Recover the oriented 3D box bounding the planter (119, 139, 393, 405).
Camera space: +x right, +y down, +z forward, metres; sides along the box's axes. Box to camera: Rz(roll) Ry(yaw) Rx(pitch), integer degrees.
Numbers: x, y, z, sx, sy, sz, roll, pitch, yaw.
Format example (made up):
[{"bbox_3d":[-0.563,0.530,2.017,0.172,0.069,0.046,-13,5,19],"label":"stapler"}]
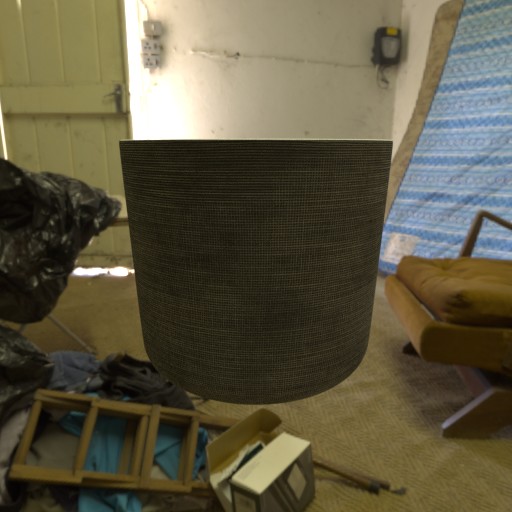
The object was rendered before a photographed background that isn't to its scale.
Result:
[{"bbox_3d":[0.000,0.000,0.790,0.440,0.398,0.440,0,14,0],"label":"planter"}]
